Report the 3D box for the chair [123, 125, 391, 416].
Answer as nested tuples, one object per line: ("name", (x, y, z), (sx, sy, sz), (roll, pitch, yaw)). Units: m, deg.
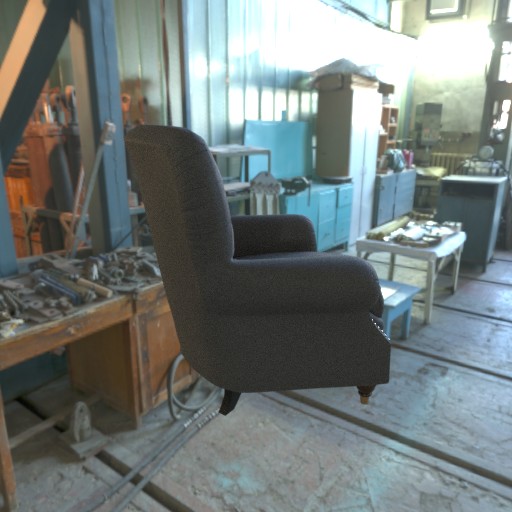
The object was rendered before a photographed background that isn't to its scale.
("chair", (0.000, 0.000, 1.845), (0.983, 1.046, 0.983), (-2, 16, -8))
